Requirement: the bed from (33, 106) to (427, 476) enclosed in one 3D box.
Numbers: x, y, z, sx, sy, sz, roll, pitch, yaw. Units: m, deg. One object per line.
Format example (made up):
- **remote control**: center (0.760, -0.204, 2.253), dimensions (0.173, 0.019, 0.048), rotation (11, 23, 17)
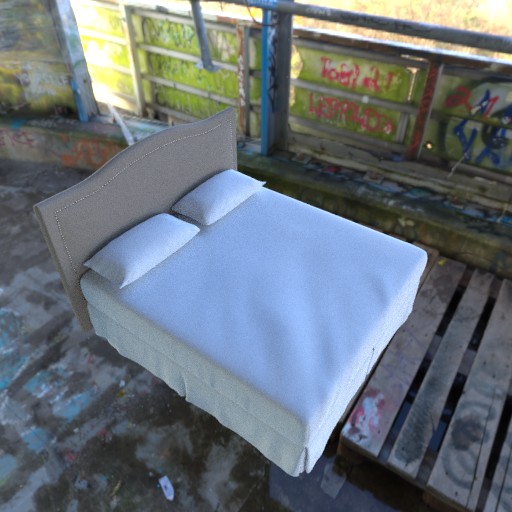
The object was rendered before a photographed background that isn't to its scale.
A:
- **bed**: center (0.000, 0.000, 3.475), dimensions (2.182, 1.421, 2.083), rotation (26, 47, 27)
